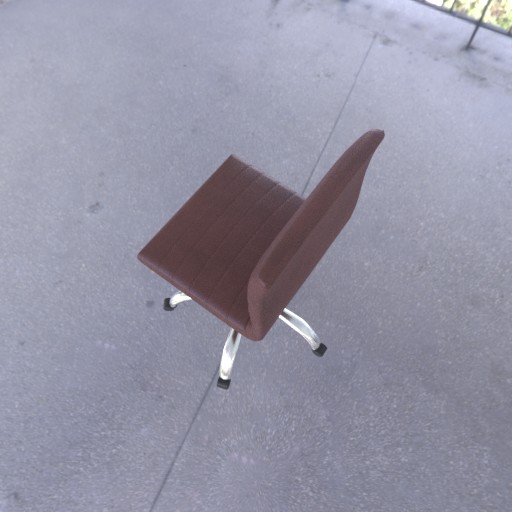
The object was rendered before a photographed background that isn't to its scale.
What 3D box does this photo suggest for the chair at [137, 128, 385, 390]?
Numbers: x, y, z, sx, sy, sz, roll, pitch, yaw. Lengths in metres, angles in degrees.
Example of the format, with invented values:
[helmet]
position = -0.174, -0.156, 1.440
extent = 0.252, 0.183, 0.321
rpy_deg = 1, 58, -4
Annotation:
[chair]
position = 0.000, 0.000, 1.133
extent = 0.530, 0.780, 0.556
rpy_deg = 32, 67, 15
